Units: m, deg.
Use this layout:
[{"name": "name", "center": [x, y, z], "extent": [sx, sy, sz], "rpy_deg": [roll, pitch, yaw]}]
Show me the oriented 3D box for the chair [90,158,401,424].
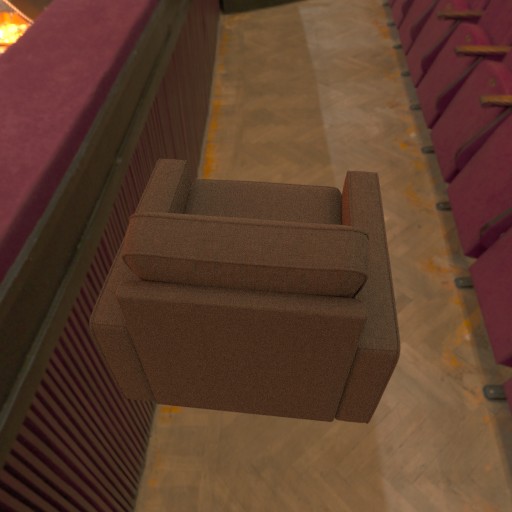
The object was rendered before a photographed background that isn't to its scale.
[{"name": "chair", "center": [0.000, 0.000, 1.767], "extent": [1.017, 0.919, 0.940], "rpy_deg": [4, 48, 4]}]
